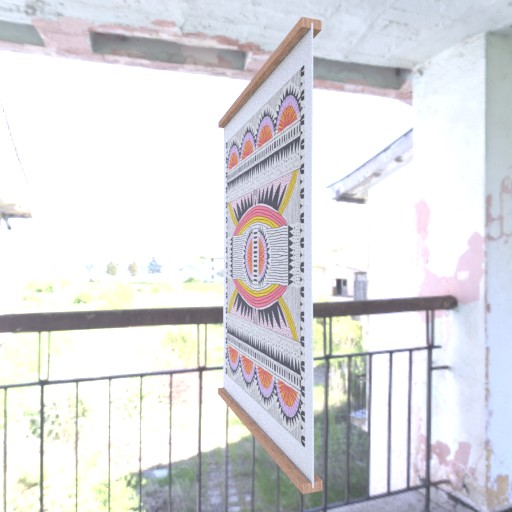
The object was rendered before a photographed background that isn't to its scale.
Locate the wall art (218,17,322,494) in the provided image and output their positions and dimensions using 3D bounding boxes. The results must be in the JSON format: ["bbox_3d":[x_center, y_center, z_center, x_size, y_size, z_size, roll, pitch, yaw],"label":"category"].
[{"bbox_3d":[0.000,0.000,0.785,0.028,0.609,0.456,0,-1,-19],"label":"wall art"}]
